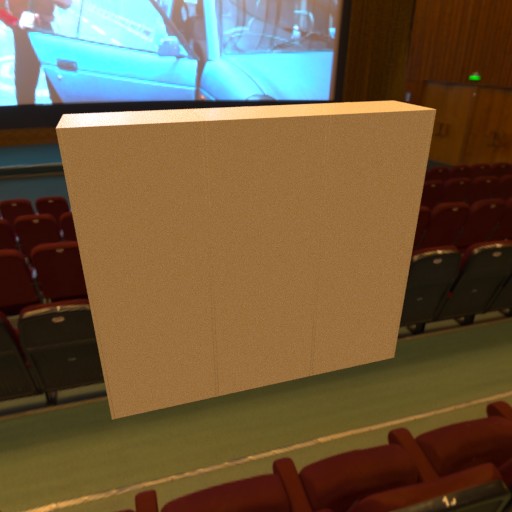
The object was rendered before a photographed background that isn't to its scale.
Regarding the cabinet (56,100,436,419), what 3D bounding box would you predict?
[{"bbox_3d":[0.000,0.000,3.792,2.700,2.370,0.590,-8,27,-16],"label":"cabinet"}]
